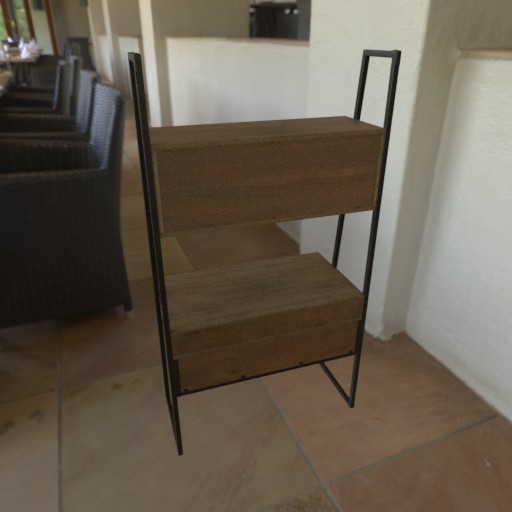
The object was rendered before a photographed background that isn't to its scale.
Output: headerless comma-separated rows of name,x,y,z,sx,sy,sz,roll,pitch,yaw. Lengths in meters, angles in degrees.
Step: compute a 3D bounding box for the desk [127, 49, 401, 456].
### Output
desk,0.000,0.000,2.139,0.982,1.809,0.515,-9,28,-17
